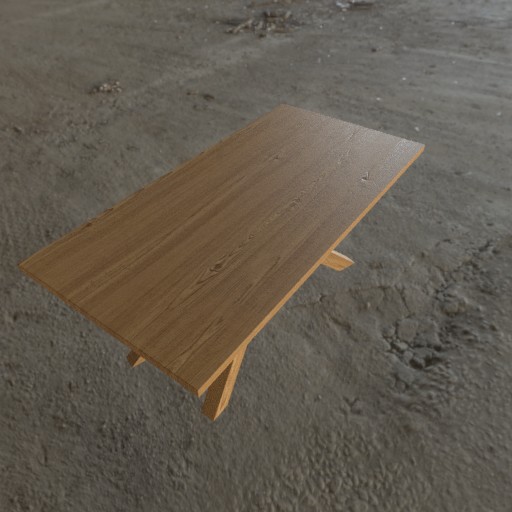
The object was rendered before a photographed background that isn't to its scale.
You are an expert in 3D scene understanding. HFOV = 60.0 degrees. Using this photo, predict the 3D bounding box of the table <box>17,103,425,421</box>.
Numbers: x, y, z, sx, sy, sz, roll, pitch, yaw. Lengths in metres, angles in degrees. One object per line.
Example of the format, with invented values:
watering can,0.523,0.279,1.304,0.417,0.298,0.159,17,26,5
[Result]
table,0.000,0.000,2.248,0.901,0.750,1.797,26,48,26
